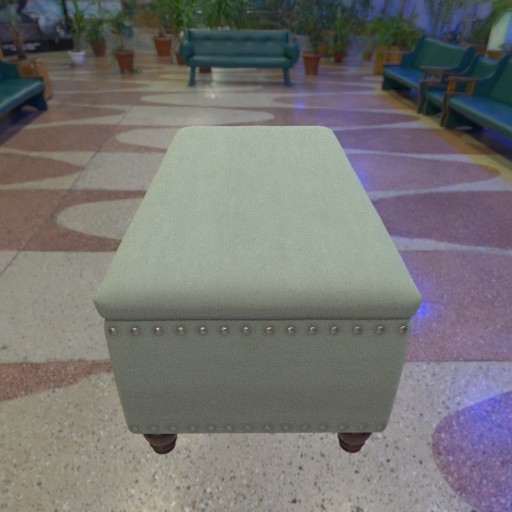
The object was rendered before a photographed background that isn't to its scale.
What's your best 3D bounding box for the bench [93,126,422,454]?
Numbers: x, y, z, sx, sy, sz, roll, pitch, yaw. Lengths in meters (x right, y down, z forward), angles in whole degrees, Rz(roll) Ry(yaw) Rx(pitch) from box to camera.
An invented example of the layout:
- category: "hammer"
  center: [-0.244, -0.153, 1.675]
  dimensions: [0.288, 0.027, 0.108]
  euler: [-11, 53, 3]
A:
- category: "bench"
  center: [0.000, 0.000, 1.142]
  dimensions: [0.500, 0.449, 0.887]
  euler: [0, 32, 0]
